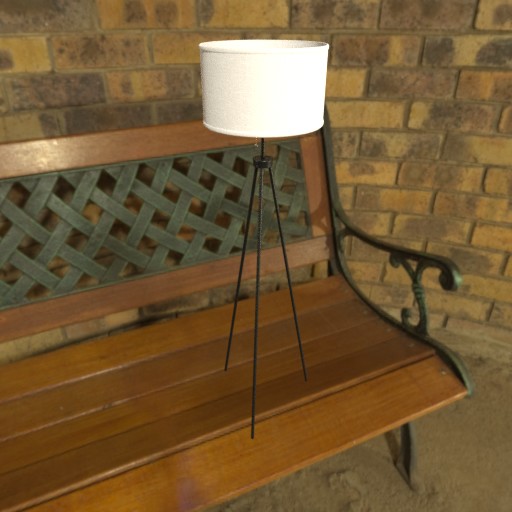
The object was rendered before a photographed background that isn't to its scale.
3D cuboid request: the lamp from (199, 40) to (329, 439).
[{"bbox_3d":[0.000,0.000,1.784,0.458,1.545,0.448,18,34,29],"label":"lamp"}]
